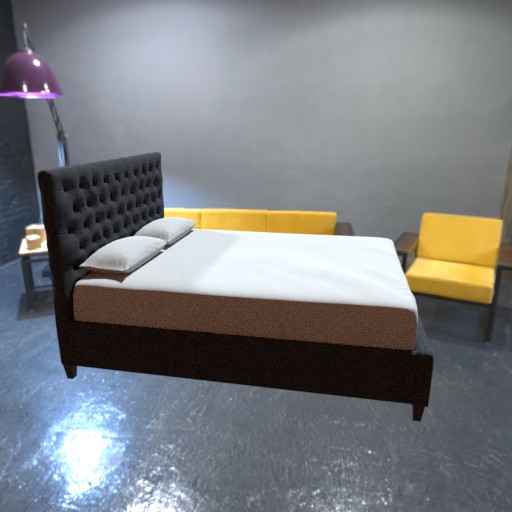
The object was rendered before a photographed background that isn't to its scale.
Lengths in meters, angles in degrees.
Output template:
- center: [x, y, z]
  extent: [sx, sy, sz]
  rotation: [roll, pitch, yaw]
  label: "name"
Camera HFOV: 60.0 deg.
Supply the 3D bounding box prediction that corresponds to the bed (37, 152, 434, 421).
- center: [0.000, 0.000, 3.401]
  extent: [2.387, 1.427, 1.698]
  rotation: [3, 17, 11]
  label: "bed"
